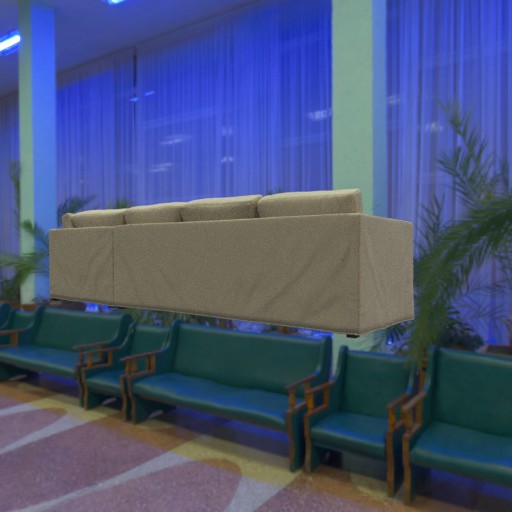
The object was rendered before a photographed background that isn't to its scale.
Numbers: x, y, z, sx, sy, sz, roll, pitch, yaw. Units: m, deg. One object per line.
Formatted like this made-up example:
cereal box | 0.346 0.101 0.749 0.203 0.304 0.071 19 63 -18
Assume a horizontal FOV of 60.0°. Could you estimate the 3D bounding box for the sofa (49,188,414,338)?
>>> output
sofa | 0.000 0.000 4.278 3.182 0.871 2.432 1 1 36
